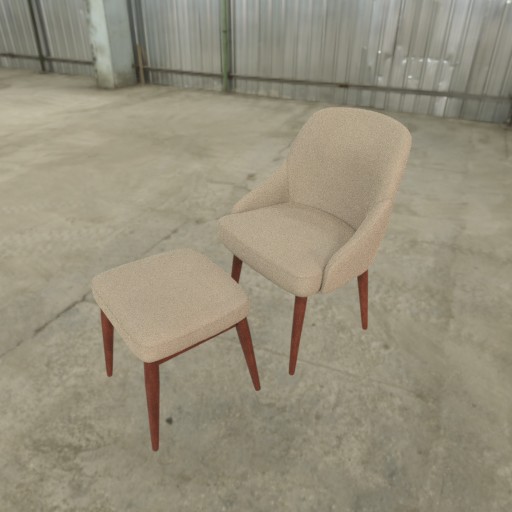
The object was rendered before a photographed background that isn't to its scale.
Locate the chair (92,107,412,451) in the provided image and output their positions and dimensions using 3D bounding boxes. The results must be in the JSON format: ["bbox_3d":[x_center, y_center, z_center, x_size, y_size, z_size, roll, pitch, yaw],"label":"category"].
[{"bbox_3d":[0.000,0.000,1.607,1.114,0.866,0.584,-21,38,-31],"label":"chair"}]
